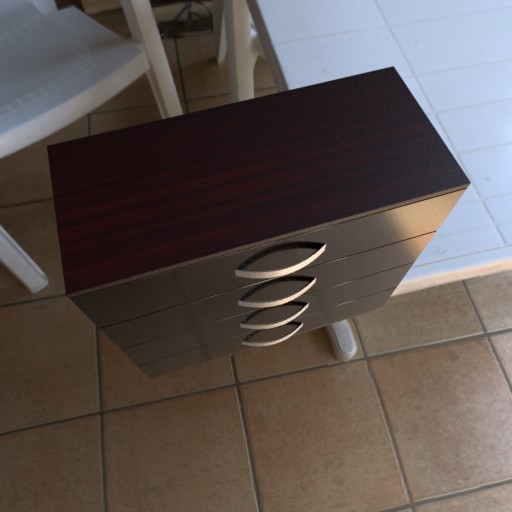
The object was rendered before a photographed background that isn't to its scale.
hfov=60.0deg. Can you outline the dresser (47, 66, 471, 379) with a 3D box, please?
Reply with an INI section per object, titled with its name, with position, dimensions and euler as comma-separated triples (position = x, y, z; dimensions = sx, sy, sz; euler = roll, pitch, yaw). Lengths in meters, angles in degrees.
[dresser]
position = 0.000, 0.000, 1.164
dimensions = 0.750, 0.720, 0.360
euler = -16, 64, -8
